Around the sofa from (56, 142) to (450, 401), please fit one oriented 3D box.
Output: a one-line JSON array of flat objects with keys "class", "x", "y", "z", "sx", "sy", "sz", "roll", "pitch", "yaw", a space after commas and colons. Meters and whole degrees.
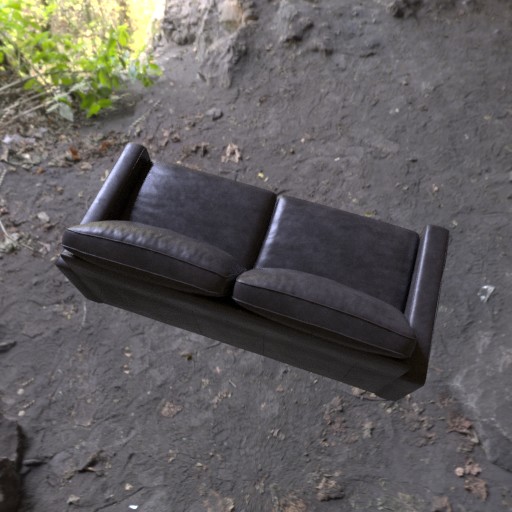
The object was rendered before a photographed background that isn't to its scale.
[{"class": "sofa", "x": 0.000, "y": 0.000, "z": 2.602, "sx": 2.081, "sy": 0.916, "sz": 0.939, "roll": 17, "pitch": 65, "yaw": 8}]
